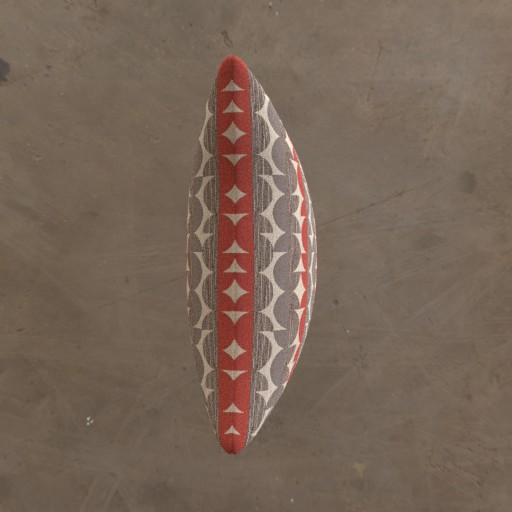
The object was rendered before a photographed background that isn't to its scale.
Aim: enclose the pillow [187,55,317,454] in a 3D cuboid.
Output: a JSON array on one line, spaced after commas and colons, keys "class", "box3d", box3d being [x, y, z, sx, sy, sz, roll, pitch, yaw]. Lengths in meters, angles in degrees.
[{"class": "pillow", "box3d": [0.000, 0.000, 0.654, 0.180, 0.410, 0.420, 0, 91, -1]}]
